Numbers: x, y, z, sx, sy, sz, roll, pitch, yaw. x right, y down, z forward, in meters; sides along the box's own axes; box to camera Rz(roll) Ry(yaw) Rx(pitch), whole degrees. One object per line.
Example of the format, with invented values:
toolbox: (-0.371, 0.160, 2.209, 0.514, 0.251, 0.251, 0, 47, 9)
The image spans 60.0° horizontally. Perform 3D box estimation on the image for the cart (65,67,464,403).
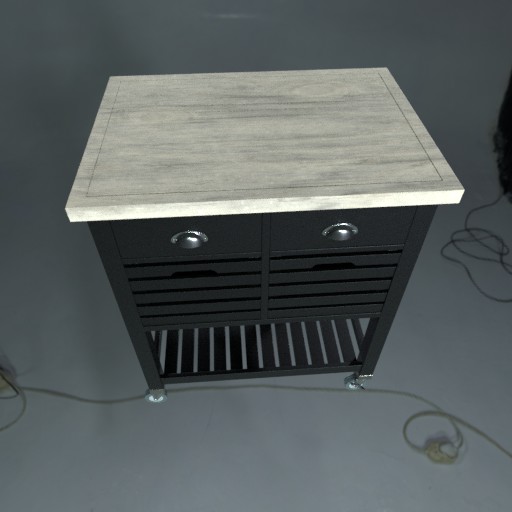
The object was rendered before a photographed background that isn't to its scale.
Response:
cart: (0.000, 0.000, 1.396, 0.797, 0.920, 0.567, -3, 47, -3)
